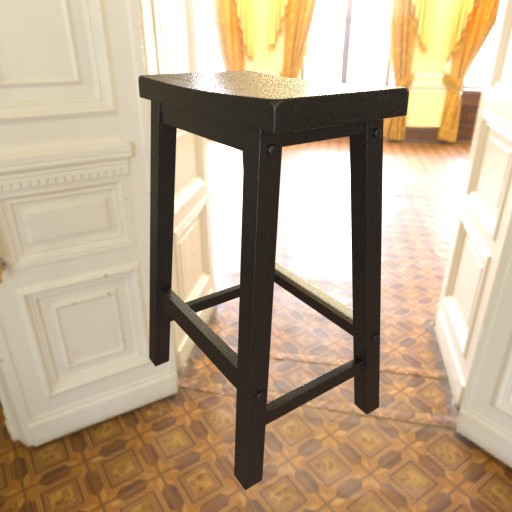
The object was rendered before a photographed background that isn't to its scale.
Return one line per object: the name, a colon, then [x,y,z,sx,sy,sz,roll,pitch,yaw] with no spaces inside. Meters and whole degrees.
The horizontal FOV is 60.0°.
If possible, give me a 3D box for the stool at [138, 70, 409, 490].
stool: [0.000,0.000,0.825,0.322,0.610,0.406,-17,31,-30]
